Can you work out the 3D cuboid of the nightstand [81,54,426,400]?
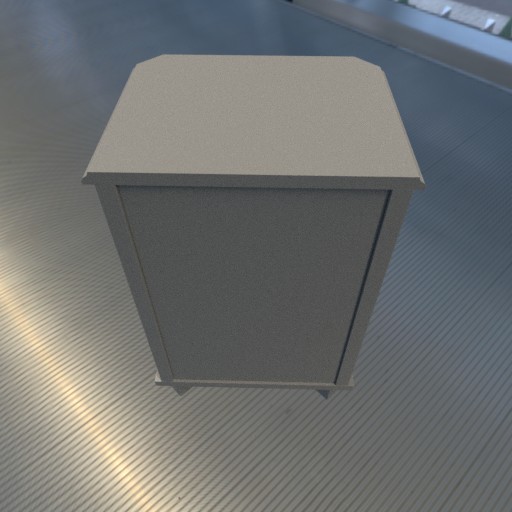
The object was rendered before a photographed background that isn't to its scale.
[{"bbox_3d":[0.000,0.000,0.916,0.435,0.680,0.348,1,48,1],"label":"nightstand"}]
